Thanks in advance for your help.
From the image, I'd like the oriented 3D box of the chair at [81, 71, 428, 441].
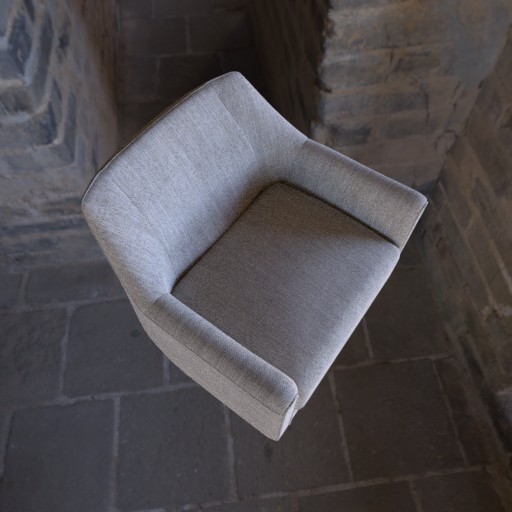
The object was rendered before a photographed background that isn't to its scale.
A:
[{"bbox_3d":[0.000,0.000,1.440,0.758,0.761,0.796,32,65,17],"label":"chair"}]
